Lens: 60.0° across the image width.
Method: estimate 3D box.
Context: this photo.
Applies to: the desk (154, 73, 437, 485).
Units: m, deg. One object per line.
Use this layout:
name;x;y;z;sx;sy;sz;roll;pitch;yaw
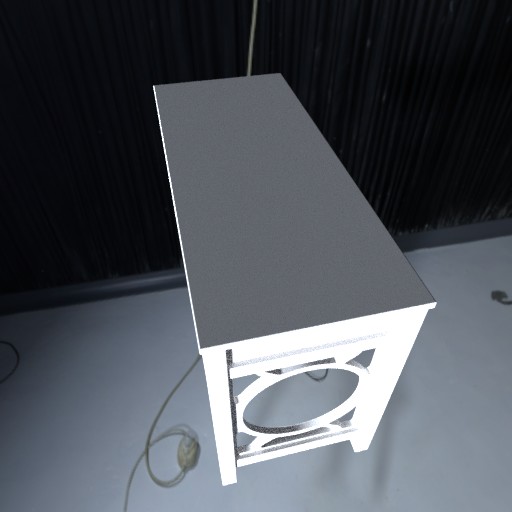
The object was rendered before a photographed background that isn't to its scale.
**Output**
desk;0.000;0.000;1.553;0.504;0.762;1.191;-10;45;-10
